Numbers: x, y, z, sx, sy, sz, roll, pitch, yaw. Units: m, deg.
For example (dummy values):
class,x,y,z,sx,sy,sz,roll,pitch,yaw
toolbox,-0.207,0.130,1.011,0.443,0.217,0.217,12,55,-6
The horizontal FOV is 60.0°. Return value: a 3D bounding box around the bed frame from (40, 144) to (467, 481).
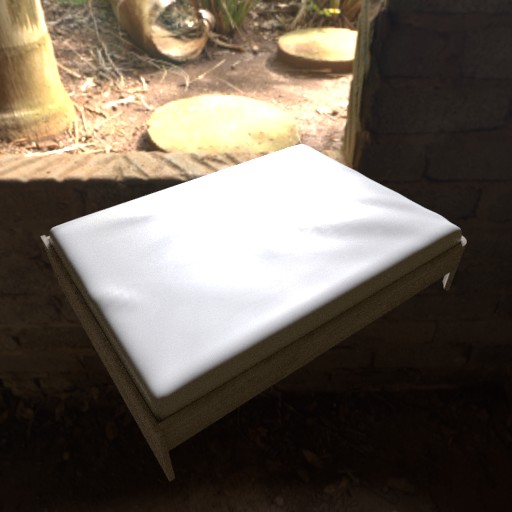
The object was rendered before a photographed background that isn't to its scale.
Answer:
class,x,y,z,sx,sy,sz,roll,pitch,yaw
bed frame,0.000,0.000,2.574,1.950,0.462,1.490,-25,45,-27
